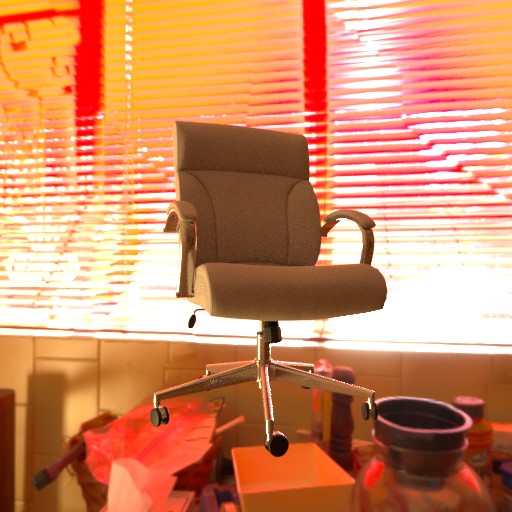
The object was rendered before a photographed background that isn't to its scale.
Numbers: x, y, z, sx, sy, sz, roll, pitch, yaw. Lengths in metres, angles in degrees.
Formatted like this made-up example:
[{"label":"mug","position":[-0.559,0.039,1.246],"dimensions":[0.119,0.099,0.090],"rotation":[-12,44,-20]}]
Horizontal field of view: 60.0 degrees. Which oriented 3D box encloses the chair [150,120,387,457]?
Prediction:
[{"label":"chair","position":[0.000,0.000,1.573],"dimensions":[0.727,1.099,0.745],"rotation":[1,-2,-20]}]
